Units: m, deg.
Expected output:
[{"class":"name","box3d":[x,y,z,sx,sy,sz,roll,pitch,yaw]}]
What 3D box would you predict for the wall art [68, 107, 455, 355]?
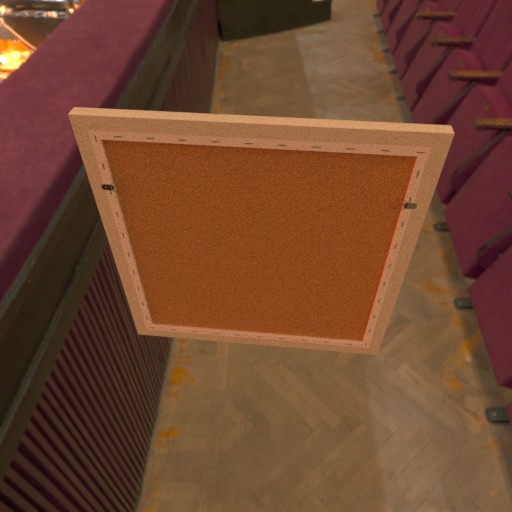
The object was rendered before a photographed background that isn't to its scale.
[{"class":"wall art","box3d":[0.000,0.000,1.531,1.016,1.016,0.045,4,45,4]}]
